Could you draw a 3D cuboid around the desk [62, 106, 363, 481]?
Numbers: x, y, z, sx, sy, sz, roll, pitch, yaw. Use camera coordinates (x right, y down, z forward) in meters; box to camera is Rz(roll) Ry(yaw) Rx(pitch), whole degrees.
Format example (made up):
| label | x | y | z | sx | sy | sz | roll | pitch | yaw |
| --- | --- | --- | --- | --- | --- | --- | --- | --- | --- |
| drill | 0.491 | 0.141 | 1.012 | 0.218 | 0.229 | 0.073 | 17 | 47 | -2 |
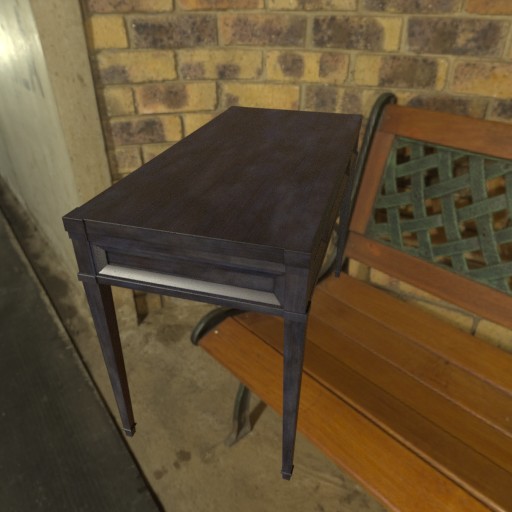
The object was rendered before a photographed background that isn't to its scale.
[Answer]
| label | x | y | z | sx | sy | sz | roll | pitch | yaw |
| --- | --- | --- | --- | --- | --- | --- | --- | --- | --- |
| desk | 0.000 | 0.000 | 1.778 | 0.630 | 0.861 | 1.289 | 9 | 32 | 14 |
